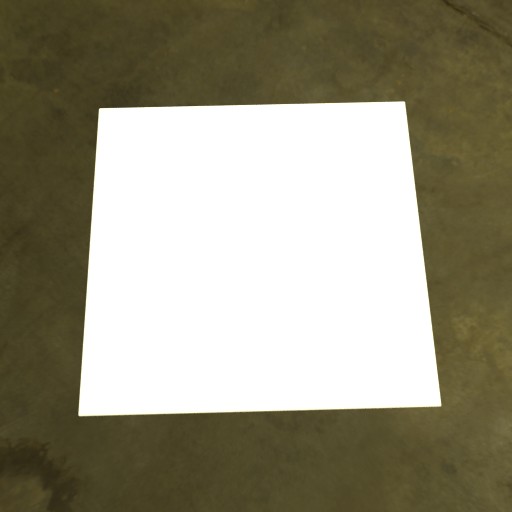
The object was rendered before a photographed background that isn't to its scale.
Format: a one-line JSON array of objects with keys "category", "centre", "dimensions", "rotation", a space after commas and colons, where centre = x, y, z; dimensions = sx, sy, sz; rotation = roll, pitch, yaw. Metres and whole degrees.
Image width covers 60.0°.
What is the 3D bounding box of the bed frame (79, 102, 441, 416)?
[{"category": "bed frame", "centre": [0.000, 0.000, 2.979], "dimensions": [2.032, 0.559, 1.930], "rotation": [-1, 76, 0]}]
